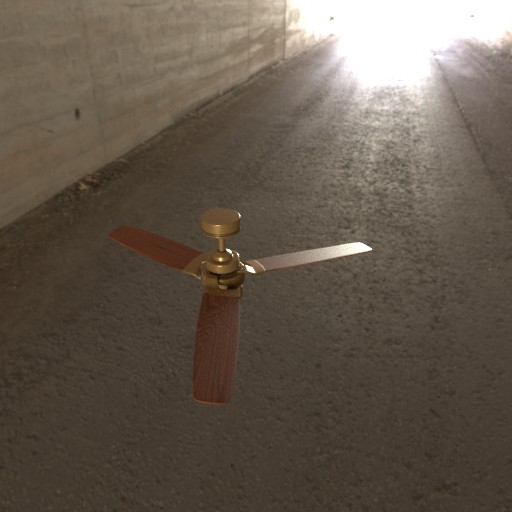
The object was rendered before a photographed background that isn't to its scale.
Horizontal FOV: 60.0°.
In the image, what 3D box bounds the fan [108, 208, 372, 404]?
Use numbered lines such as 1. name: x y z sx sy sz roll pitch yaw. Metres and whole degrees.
1. fan: 0.000 0.000 2.070 1.271 0.425 1.416 -10 32 -17
